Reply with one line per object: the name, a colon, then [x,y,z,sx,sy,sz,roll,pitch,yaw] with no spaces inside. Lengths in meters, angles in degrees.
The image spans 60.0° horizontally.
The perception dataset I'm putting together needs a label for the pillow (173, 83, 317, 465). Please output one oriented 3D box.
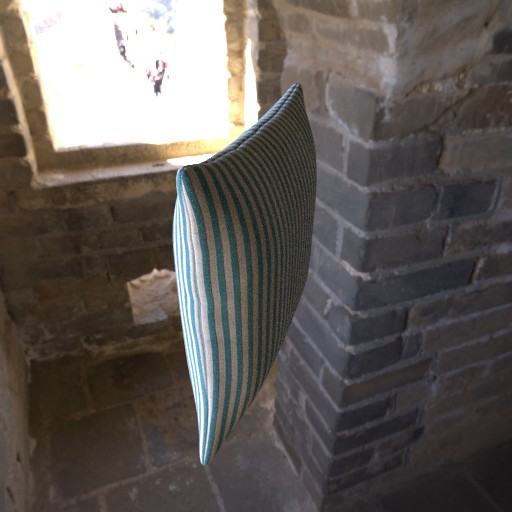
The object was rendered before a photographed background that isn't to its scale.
pillow: [0.000,0.000,0.800,0.166,0.510,0.523,10,33,16]
